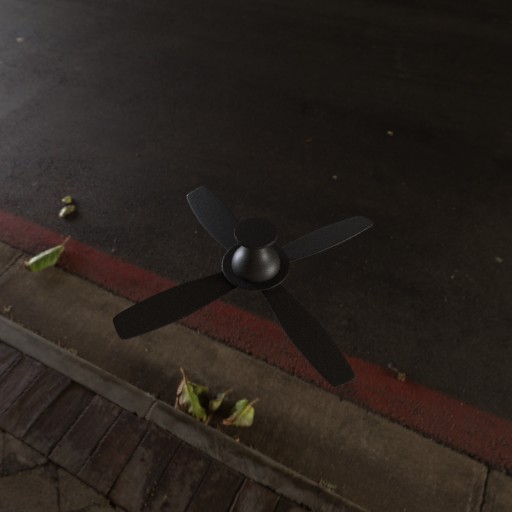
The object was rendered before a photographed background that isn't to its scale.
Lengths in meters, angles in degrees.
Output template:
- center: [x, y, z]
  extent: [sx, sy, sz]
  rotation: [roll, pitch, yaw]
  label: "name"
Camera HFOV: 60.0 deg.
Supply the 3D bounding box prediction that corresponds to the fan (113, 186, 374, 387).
- center: [0.000, 0.000, 2.526]
  extent: [1.694, 0.382, 1.694]
  rotation: [-23, 51, -20]
  label: "fan"
